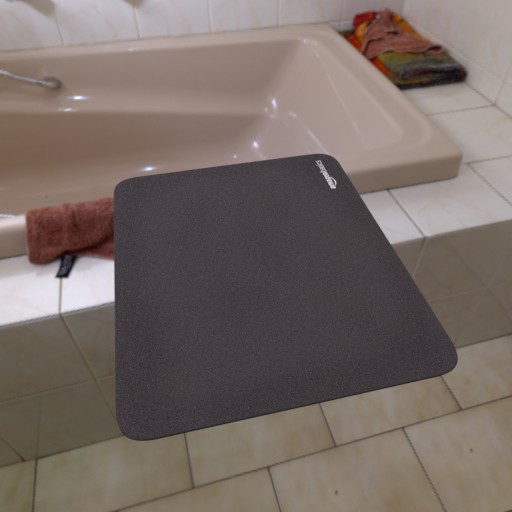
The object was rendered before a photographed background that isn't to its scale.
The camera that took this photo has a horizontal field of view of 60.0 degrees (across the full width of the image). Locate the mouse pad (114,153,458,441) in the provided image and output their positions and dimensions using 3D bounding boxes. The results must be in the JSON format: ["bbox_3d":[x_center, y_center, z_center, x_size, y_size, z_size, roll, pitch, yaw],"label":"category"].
[{"bbox_3d":[0.000,0.000,0.432,0.269,0.002,0.315,-9,47,-9],"label":"mouse pad"}]
